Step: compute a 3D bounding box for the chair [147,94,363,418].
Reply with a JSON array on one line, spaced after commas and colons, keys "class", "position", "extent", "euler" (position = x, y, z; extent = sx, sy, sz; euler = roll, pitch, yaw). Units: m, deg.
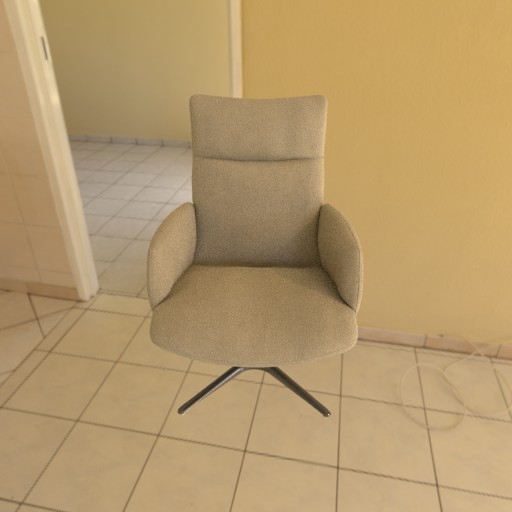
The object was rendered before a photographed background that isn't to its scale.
[{"class": "chair", "position": [0.000, 0.000, 1.657], "extent": [0.711, 1.016, 0.889], "euler": [1, 30, 1]}]
